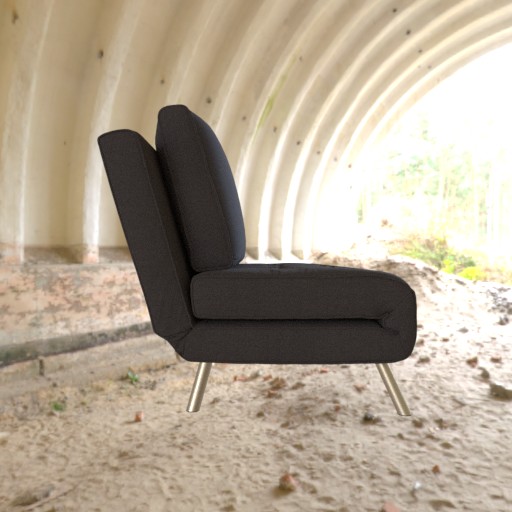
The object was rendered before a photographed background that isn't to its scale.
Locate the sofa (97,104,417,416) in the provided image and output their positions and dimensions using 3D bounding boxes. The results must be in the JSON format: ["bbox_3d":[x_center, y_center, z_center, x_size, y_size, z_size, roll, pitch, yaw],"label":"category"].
[{"bbox_3d":[0.000,0.000,1.832,0.910,0.910,1.220,0,0,-1],"label":"sofa"}]
